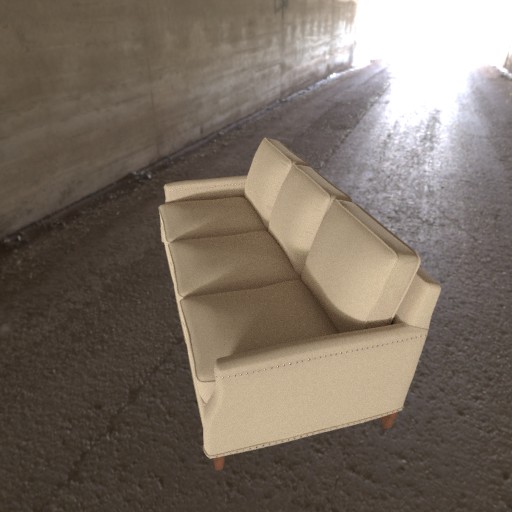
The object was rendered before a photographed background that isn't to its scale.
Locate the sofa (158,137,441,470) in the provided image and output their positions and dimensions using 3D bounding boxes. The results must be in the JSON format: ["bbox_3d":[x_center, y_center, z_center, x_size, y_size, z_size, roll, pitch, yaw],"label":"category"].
[{"bbox_3d":[0.000,0.000,2.849,1.084,1.003,2.246,-8,30,-13],"label":"sofa"}]
